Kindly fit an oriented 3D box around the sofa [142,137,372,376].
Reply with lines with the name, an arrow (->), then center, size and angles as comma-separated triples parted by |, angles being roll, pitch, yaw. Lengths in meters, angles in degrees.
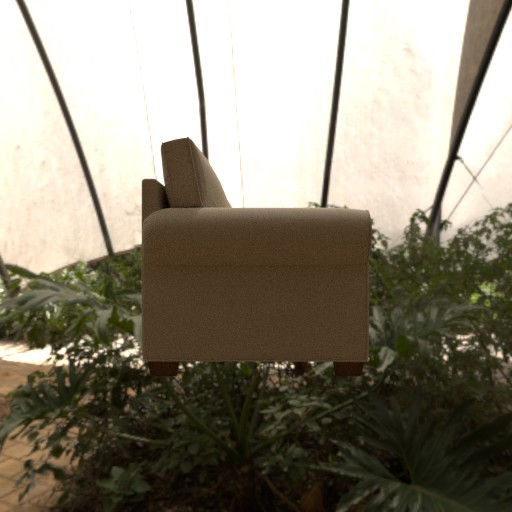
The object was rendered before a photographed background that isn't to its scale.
sofa -> 0.000, 0.000, 2.719 | 0.901, 0.962, 2.146 | 0, 0, 0
